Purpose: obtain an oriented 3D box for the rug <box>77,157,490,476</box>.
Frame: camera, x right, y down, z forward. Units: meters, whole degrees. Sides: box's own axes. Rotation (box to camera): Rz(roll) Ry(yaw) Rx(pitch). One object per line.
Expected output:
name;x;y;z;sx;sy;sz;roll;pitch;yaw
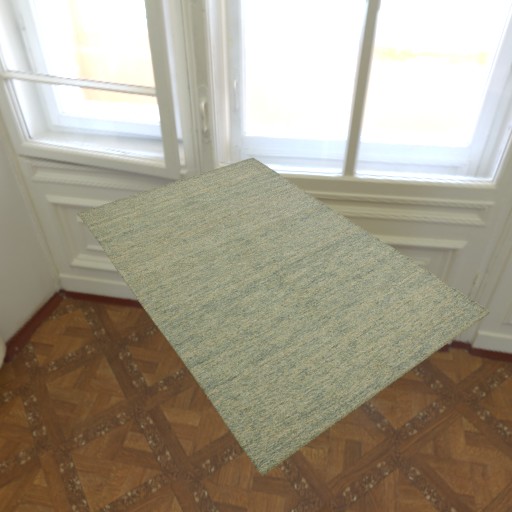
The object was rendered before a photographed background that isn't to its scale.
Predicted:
rug;0.000;0.000;2.811;1.547;0.013;2.283;-24;44;-27
